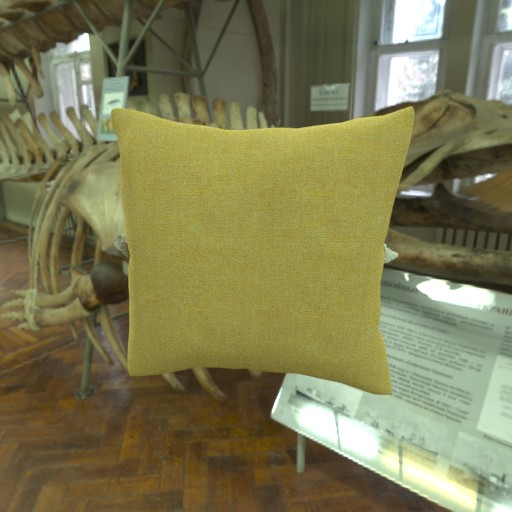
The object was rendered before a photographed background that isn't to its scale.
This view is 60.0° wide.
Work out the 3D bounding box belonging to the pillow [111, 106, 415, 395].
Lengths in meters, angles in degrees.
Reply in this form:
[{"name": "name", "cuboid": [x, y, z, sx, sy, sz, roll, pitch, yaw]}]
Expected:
[{"name": "pillow", "cuboid": [0.000, 0.000, 0.757, 0.485, 0.481, 0.167, 2, 17, 8]}]
